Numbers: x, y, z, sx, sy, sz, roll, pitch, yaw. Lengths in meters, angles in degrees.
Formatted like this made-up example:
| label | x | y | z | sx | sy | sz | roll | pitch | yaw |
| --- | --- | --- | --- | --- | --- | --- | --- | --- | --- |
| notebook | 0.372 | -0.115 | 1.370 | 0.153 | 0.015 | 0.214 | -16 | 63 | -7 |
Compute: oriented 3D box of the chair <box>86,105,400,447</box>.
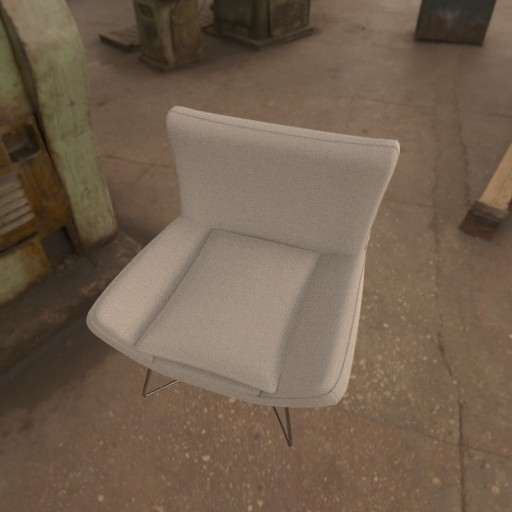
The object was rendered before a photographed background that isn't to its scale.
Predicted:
| label | x | y | z | sx | sy | sz | roll | pitch | yaw |
| --- | --- | --- | --- | --- | --- | --- | --- | --- | --- |
| chair | 0.000 | 0.000 | 1.669 | 0.859 | 0.855 | 1.008 | 13 | 44 | 14 |
